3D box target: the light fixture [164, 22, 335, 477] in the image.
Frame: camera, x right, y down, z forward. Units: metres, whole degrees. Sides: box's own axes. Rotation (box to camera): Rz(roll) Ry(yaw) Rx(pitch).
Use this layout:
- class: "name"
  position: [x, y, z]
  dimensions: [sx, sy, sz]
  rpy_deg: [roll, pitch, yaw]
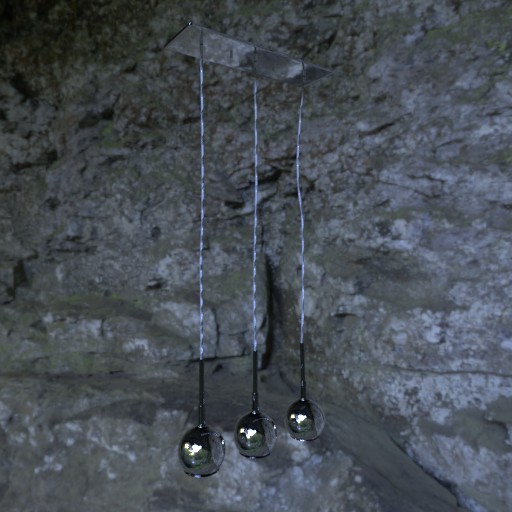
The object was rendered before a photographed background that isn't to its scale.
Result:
- class: "light fixture"
  position: [0.000, 0.000, 1.591]
  dimensions: [0.623, 1.408, 0.188]
  rpy_deg: [0, 0, -36]
